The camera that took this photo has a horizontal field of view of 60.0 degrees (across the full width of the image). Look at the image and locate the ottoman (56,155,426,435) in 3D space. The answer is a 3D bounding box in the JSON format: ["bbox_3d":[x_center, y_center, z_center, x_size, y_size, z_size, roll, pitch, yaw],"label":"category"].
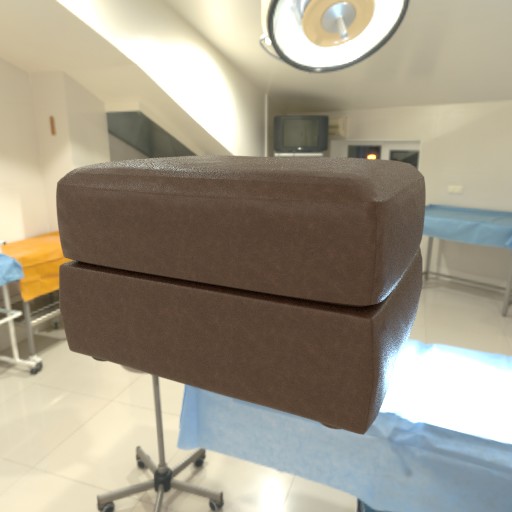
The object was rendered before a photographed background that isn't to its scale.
[{"bbox_3d":[0.000,0.000,1.101,0.751,0.476,0.603,7,16,26],"label":"ottoman"}]
